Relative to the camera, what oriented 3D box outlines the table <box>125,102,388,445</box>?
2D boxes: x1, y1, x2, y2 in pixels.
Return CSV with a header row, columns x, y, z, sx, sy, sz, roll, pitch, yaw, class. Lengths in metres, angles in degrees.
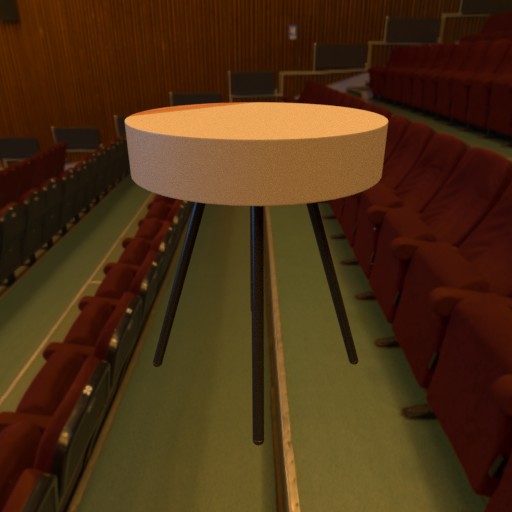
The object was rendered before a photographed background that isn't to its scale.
x,y,z,sx,sy,sz,roll,pitch,yaw,class
0.000,0.000,0.863,0.450,0.525,0.450,0,25,0,table
